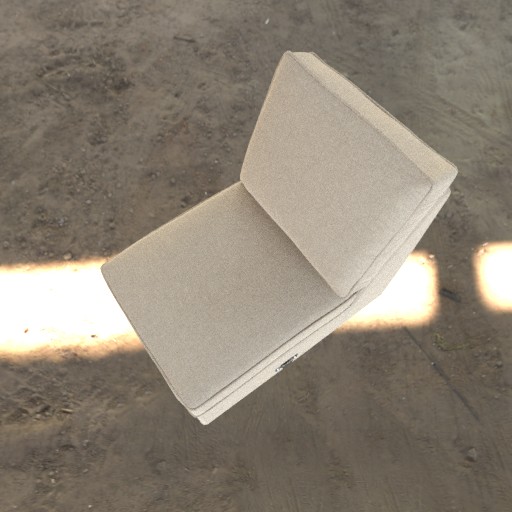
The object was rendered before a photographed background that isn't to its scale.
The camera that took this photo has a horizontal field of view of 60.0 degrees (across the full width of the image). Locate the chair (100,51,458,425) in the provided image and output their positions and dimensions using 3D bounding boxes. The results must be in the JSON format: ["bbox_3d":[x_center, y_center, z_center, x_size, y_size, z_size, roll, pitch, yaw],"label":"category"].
[{"bbox_3d":[0.000,0.000,1.515,0.938,0.970,0.621,-33,67,-16],"label":"chair"}]
